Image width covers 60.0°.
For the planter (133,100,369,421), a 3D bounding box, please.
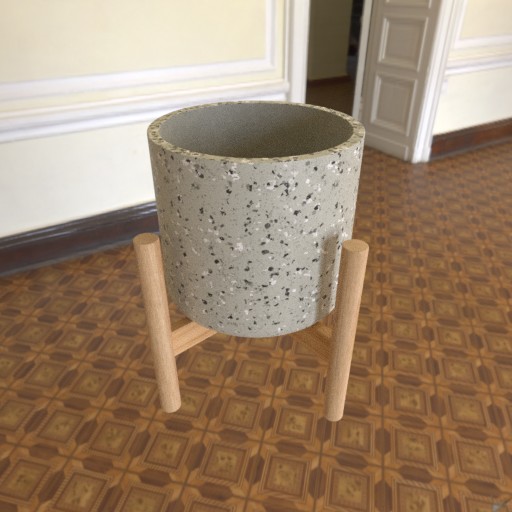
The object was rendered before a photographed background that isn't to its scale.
[{"bbox_3d":[0.000,0.000,0.545,0.284,0.320,0.284,-10,33,-16],"label":"planter"}]
